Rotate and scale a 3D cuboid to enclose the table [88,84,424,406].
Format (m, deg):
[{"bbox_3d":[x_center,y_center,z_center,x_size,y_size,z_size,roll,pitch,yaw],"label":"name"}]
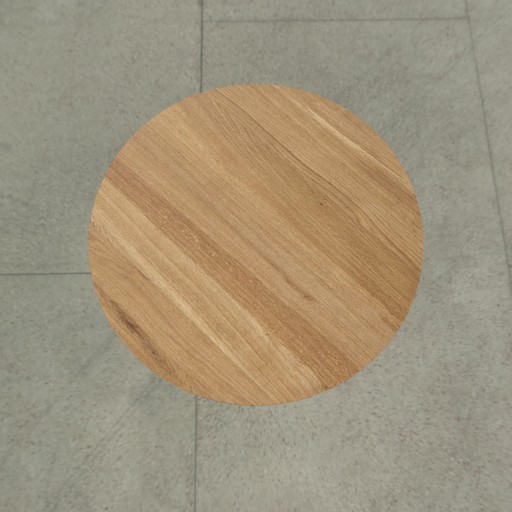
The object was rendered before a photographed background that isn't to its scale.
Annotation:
[{"bbox_3d":[0.000,0.000,1.699,1.038,0.666,1.038,0,76,0],"label":"table"}]
